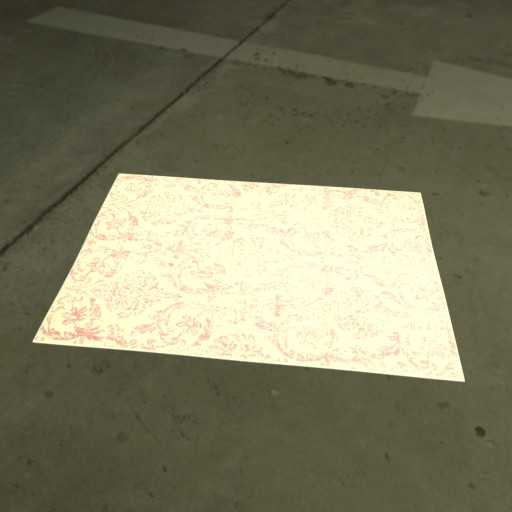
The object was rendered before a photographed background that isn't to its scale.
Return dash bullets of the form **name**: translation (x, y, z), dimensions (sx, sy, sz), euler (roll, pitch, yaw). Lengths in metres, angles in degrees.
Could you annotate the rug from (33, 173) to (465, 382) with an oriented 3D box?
- **rug**: translation (0.000, 0.000, 3.409), dimensions (2.746, 0.018, 1.819), euler (4, 47, 4)
